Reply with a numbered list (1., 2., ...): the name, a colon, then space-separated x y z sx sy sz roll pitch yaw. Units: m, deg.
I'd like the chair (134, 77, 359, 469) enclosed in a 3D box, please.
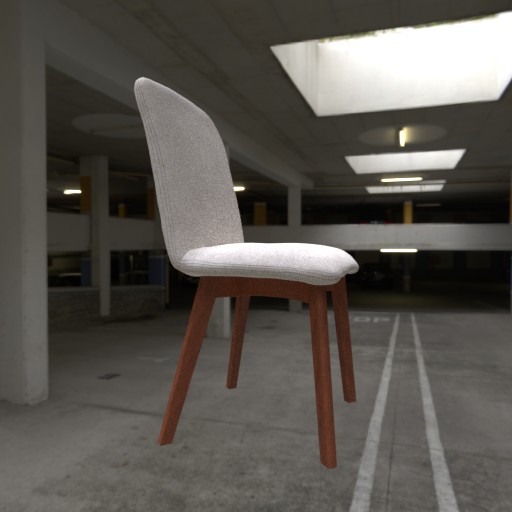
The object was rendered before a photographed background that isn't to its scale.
1. chair: 0.000 0.000 1.323 0.563 0.974 0.522 0 1 18
